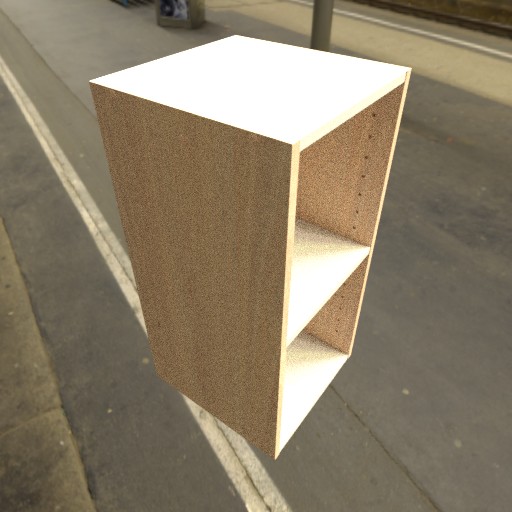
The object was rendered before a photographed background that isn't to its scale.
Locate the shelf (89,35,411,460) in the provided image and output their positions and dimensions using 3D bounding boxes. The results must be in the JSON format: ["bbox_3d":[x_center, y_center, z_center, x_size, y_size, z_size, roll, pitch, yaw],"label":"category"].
[{"bbox_3d":[0.000,0.000,0.750,0.297,0.594,0.290,25,45,28],"label":"shelf"}]
